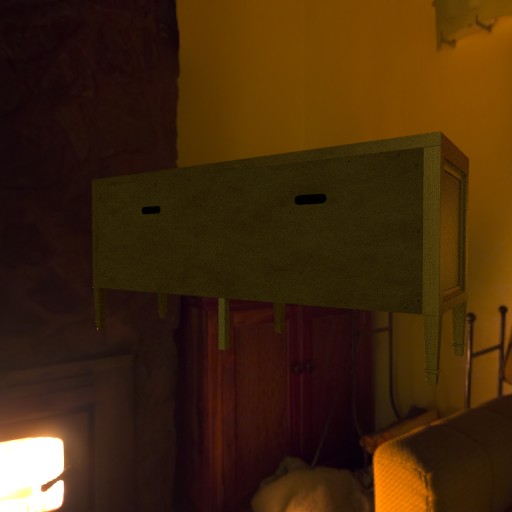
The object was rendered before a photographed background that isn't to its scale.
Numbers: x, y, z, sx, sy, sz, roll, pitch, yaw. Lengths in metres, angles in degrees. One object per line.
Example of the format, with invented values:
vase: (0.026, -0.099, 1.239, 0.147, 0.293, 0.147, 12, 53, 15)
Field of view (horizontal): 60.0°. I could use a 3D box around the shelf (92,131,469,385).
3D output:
shelf: (0.000, 0.000, 1.881, 1.575, 0.719, 0.479, 1, 1, 34)
